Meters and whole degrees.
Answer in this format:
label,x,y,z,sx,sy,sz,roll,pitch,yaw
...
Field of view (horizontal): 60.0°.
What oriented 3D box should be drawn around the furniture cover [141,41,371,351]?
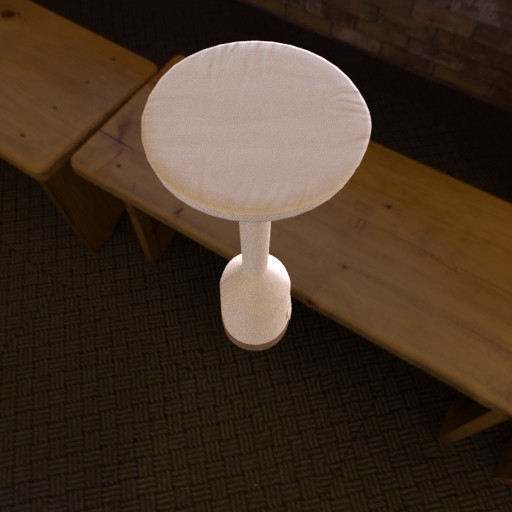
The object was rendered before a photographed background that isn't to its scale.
label,x,y,z,sx,sy,sz,roll,pitch,yaw
furniture cover,0.000,0.000,2.827,0.914,2.413,0.914,1,63,0
